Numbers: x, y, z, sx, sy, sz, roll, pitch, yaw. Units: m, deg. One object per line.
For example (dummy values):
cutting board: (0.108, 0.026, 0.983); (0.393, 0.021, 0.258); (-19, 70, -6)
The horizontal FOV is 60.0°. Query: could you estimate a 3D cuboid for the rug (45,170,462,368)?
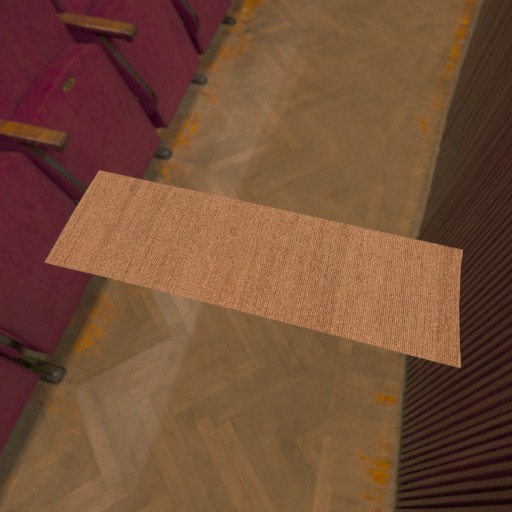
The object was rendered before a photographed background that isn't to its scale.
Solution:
rug: (0.000, 0.000, 2.629); (2.390, 0.014, 0.741); (13, 60, 8)
